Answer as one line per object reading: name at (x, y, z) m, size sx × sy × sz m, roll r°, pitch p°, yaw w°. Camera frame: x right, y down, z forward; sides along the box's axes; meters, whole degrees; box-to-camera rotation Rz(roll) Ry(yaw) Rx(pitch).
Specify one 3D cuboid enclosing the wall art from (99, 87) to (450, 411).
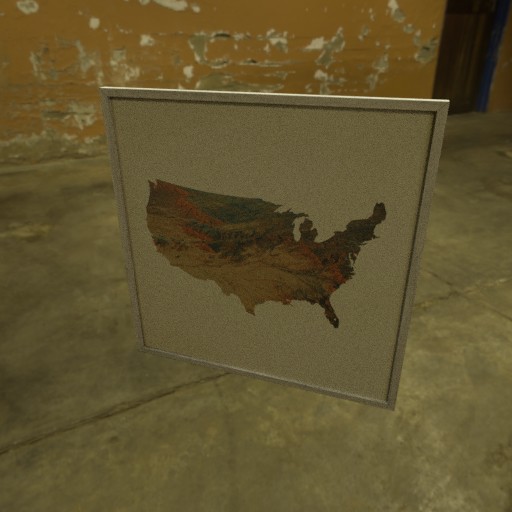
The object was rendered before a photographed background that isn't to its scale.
wall art at (0.000, 0.000, 0.731) m, size 0.508 × 0.507 × 0.016 m, roll 9°, pitch 27°, yaw 17°
